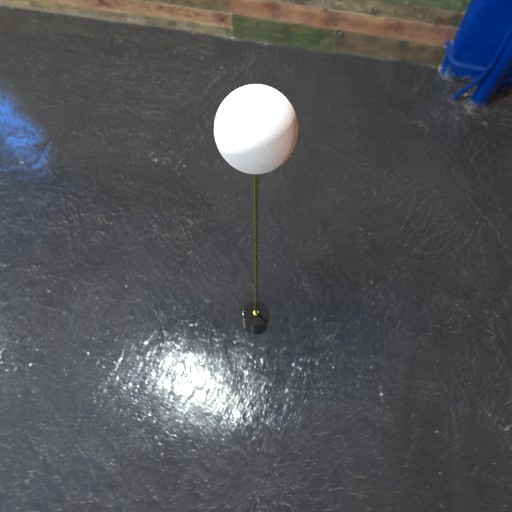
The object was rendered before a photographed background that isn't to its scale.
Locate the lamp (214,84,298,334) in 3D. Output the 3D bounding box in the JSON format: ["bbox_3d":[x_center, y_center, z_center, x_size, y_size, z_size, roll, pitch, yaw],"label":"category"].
[{"bbox_3d":[0.000,0.000,1.881,0.229,1.748,0.229,12,64,6],"label":"lamp"}]
